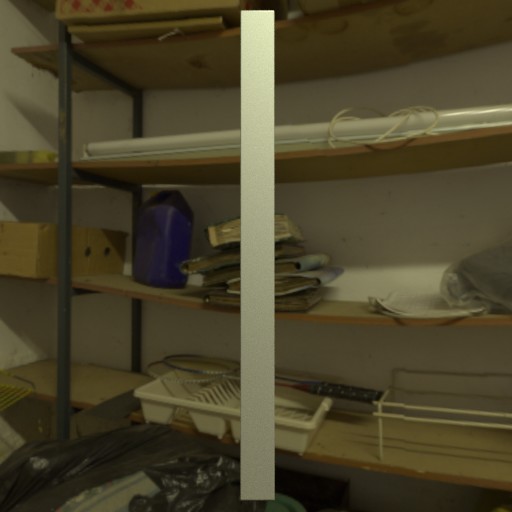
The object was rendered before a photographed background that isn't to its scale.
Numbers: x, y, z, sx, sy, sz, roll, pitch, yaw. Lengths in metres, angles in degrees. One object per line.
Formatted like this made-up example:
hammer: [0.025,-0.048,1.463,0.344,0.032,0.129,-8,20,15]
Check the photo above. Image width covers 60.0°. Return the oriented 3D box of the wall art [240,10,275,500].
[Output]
wall art: [0.000,0.000,0.723,0.039,0.553,0.445,0,-1,0]
